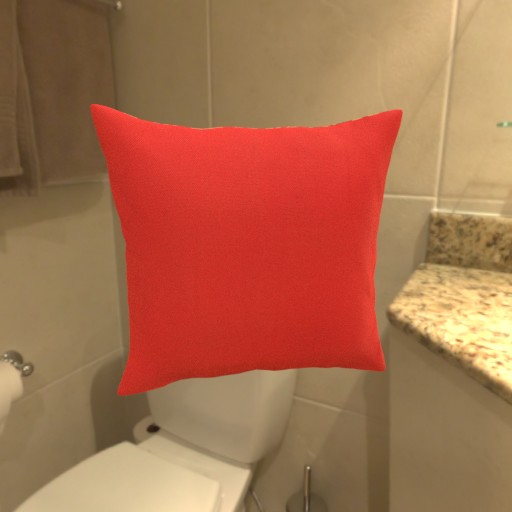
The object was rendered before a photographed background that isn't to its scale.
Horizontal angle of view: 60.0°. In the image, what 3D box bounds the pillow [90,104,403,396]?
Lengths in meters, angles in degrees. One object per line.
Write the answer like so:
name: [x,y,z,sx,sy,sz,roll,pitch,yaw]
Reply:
pillow: [0.000,0.000,0.789,0.522,0.507,0.192,-2,14,-8]
